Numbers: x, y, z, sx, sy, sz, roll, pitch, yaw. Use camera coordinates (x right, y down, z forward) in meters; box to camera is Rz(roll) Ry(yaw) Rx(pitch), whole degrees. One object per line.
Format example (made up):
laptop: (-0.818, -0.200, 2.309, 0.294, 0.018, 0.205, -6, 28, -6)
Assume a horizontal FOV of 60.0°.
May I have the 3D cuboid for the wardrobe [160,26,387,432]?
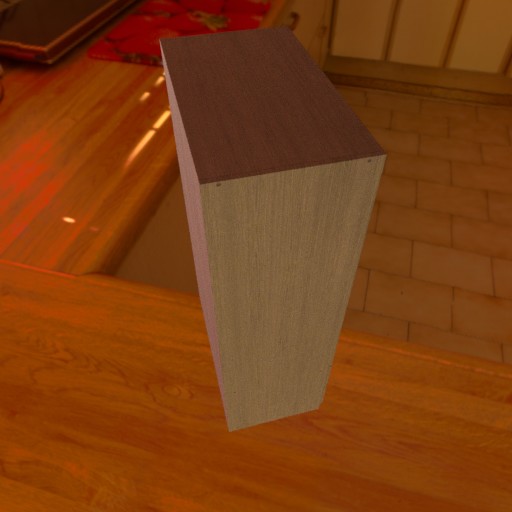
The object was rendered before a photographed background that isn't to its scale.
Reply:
wardrobe: (0.000, 0.000, 2.251, 0.577, 1.808, 0.991, -11, 49, -10)
